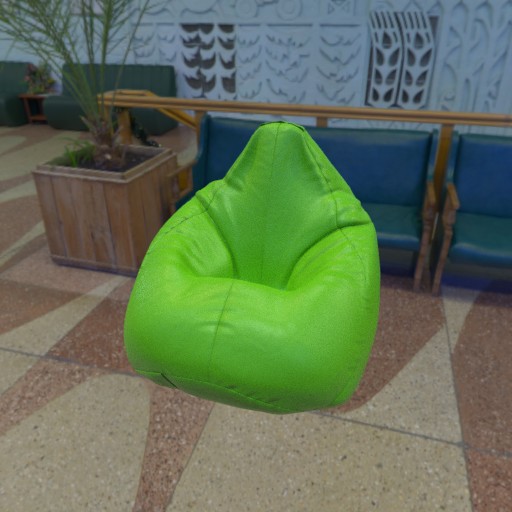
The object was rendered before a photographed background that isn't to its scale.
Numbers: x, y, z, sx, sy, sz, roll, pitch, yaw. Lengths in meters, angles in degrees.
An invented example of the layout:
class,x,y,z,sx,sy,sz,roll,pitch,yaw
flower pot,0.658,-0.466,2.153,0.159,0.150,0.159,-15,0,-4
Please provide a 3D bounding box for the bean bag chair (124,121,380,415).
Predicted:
class,x,y,z,sx,sy,sz,roll,pitch,yaw
bean bag chair,0.000,0.000,1.895,1.070,0.990,1.070,9,29,16
